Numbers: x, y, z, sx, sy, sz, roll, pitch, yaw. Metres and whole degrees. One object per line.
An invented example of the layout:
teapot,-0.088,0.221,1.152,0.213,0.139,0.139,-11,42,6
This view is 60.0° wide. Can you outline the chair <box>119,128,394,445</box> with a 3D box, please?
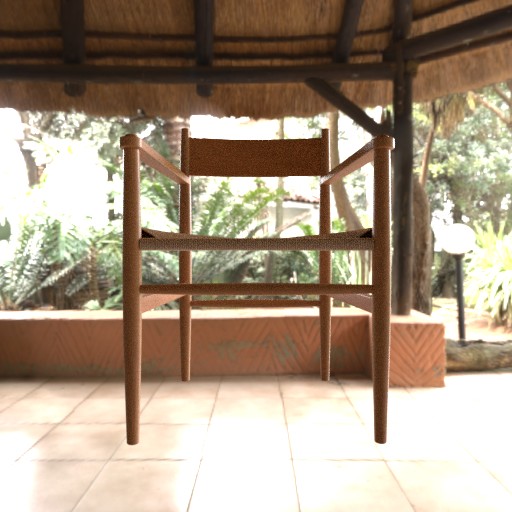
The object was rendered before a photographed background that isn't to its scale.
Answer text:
chair,0.000,0.000,1.128,0.556,0.762,0.495,0,1,-1
